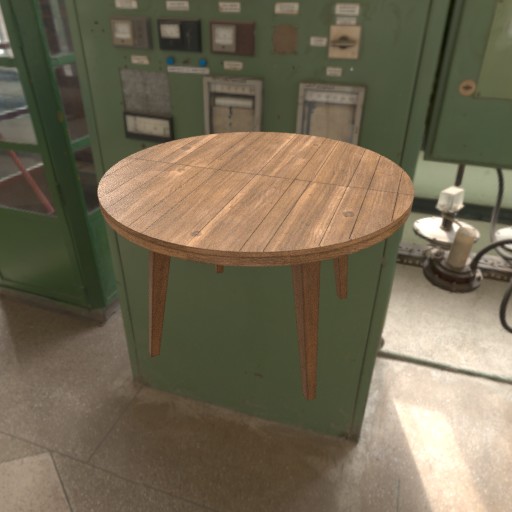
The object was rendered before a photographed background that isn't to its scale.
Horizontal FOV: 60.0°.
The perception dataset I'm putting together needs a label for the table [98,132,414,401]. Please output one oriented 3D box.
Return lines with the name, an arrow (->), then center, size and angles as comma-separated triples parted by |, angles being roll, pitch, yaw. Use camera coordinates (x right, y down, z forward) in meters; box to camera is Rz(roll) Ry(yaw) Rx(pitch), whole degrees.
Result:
table -> 0.000, 0.000, 1.972 | 1.213, 0.764, 1.213 | 0, 31, 0
